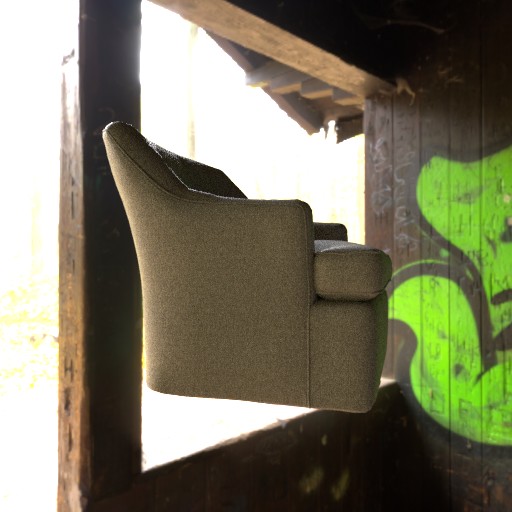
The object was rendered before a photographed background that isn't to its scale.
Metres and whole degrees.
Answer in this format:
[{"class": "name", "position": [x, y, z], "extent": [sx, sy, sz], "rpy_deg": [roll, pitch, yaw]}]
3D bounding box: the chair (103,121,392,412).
[{"class": "chair", "position": [0.000, 0.000, 1.596], "extent": [0.923, 0.856, 0.864], "rpy_deg": [0, -1, 19]}]
